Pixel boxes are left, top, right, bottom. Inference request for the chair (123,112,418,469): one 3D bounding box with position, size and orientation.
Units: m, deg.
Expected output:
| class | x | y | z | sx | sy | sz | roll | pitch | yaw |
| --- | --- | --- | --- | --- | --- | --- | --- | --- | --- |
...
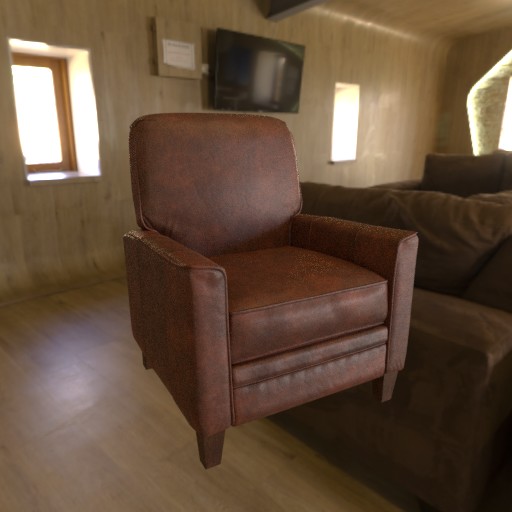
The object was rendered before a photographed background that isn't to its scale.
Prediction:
| class | x | y | z | sx | sy | sz | roll | pitch | yaw |
| --- | --- | --- | --- | --- | --- | --- | --- | --- | --- |
| chair | 0.000 | 0.000 | 1.655 | 0.843 | 1.043 | 0.836 | -8 | 17 | -28 |
